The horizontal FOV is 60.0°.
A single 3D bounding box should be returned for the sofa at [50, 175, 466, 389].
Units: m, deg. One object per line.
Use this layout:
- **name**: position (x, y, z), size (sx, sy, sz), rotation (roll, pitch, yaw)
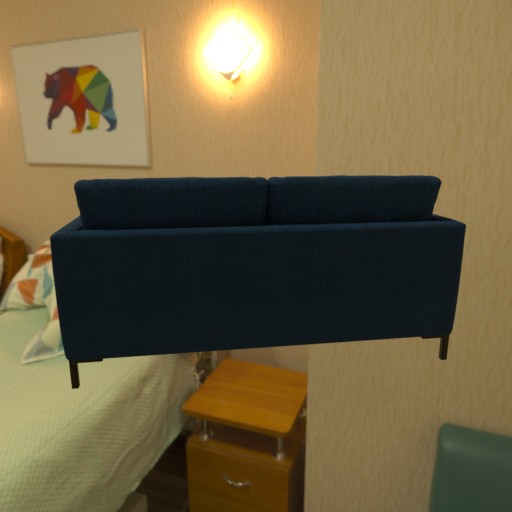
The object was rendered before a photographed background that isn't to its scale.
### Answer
- **sofa**: position (0.000, 0.000, 2.181), size (1.676, 0.817, 0.875), rotation (-2, 14, -9)
